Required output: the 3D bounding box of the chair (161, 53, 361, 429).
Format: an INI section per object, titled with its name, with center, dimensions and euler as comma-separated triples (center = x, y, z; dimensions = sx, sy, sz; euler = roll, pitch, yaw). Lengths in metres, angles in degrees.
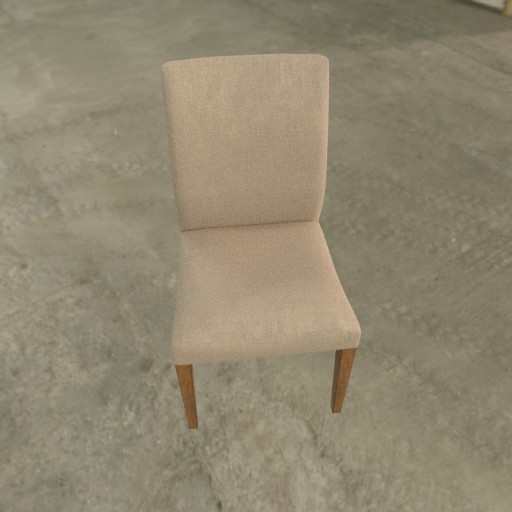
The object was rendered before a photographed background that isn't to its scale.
[chair]
center = 0.000, 0.000, 1.295
dimensions = 0.496, 0.940, 0.585
euler = -5, 47, -4
